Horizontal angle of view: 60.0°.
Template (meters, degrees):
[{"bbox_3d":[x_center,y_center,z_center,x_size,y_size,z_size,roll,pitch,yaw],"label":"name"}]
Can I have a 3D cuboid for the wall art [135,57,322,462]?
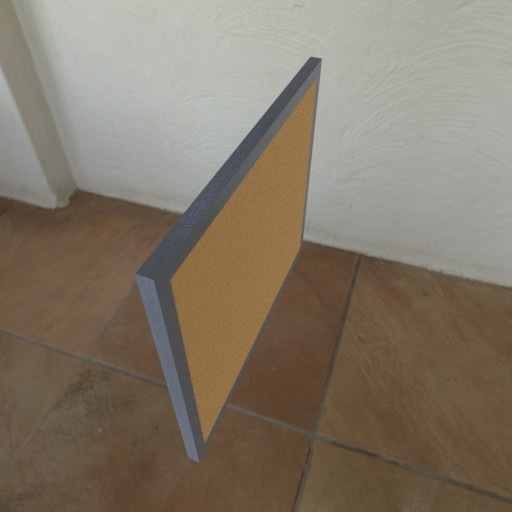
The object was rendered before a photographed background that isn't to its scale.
[{"bbox_3d":[0.000,0.000,0.909,0.026,0.558,0.660,16,48,15],"label":"wall art"}]
